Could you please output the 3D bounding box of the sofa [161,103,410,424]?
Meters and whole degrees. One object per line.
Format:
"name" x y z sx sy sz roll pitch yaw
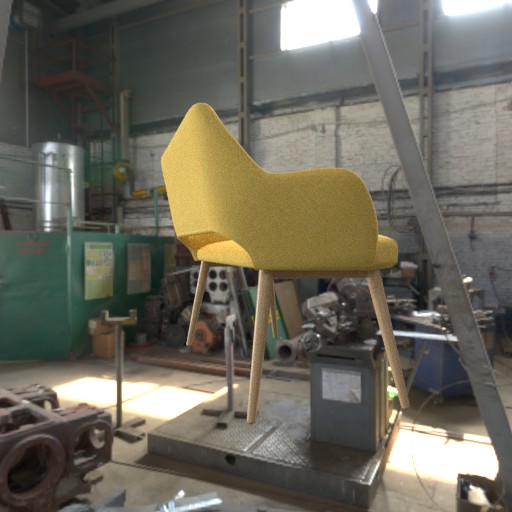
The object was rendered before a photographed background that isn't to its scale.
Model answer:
"sofa" 0.000 0.000 1.627 0.610 0.840 1.150 0 1 -18
